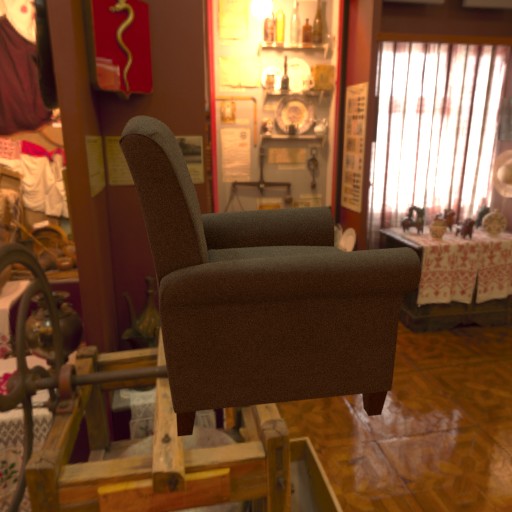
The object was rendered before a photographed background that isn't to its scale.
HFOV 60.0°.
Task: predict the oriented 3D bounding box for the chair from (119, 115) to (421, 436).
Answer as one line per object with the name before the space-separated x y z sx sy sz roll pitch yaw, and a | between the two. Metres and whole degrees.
chair | 0.000 0.000 1.768 0.905 1.061 0.978 -3 16 -9
